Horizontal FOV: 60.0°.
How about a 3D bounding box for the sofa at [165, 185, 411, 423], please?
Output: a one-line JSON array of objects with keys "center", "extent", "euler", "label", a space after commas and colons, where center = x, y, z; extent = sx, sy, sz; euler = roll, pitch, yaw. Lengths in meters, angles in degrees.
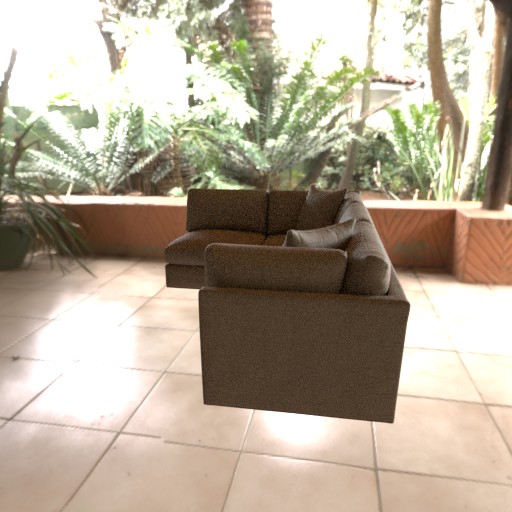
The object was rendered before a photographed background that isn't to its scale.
[{"center": [0.000, 0.000, 3.701], "extent": [1.994, 0.978, 2.896], "euler": [3, 15, 9], "label": "sofa"}]
